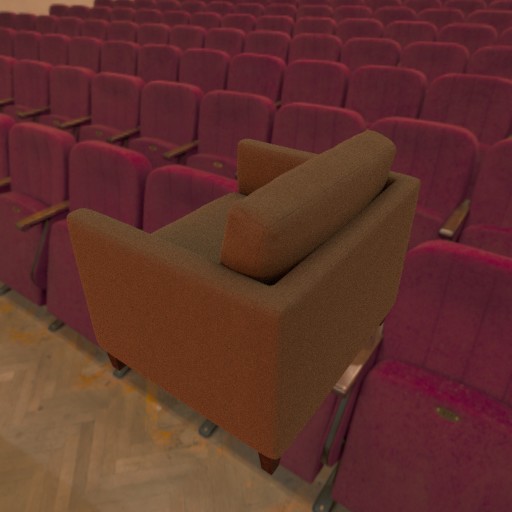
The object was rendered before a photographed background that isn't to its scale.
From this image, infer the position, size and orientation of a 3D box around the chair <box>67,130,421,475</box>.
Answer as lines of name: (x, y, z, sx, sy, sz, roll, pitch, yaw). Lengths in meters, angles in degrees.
chair: (0.000, 0.000, 1.846, 0.959, 0.963, 1.107, 21, 38, 30)
